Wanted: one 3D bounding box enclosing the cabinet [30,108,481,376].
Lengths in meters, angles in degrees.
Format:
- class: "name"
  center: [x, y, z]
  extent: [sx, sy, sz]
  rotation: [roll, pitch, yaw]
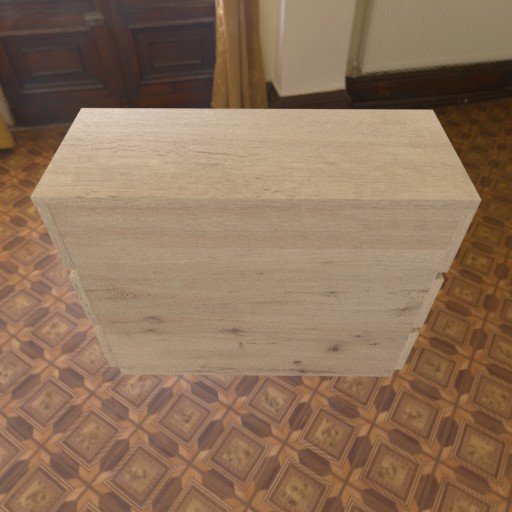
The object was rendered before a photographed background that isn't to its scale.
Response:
- class: "cabinet"
  center: [0.000, 0.000, 1.462]
  extent: [1.040, 0.820, 0.420]
  rotation: [0, 46, 0]
